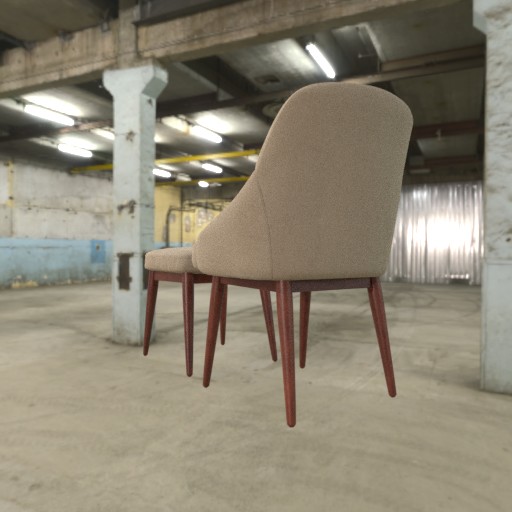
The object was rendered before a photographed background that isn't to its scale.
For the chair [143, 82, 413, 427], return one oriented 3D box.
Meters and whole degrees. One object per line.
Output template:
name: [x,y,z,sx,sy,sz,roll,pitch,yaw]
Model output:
chair: [0.000,0.000,1.592,0.584,0.866,1.114,0,0,-36]
